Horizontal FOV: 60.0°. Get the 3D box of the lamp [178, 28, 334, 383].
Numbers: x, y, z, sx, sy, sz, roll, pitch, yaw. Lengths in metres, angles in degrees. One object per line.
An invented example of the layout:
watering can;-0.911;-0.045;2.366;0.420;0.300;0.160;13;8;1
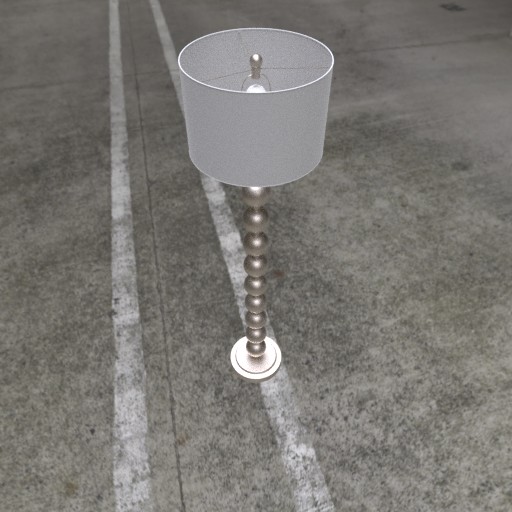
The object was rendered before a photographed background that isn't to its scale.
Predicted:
lamp;0.000;0.000;1.649;0.394;1.474;0.394;-10;47;-10
